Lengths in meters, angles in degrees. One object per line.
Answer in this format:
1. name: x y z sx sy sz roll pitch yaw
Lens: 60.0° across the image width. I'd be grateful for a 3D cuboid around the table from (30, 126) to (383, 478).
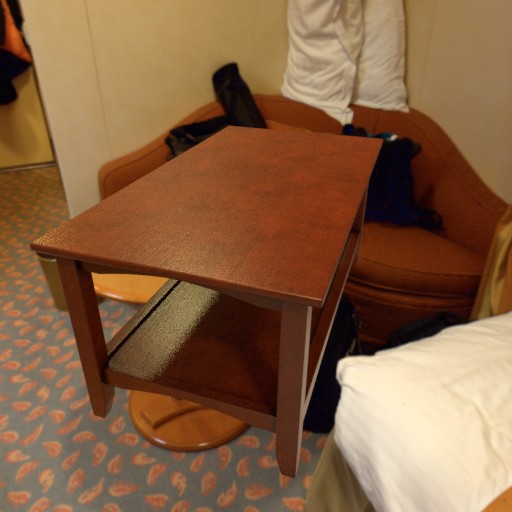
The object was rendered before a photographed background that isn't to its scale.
1. table: 0.000 0.000 1.216 0.533 0.456 0.943 10 31 17
